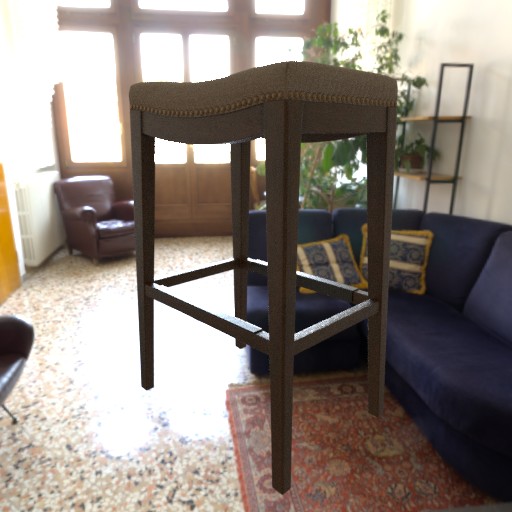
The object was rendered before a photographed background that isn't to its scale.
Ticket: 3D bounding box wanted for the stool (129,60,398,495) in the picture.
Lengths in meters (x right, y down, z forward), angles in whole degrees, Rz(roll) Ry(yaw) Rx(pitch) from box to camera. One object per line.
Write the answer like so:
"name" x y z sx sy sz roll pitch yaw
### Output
"stool" 0.000 0.000 1.014 0.356 0.762 0.508 -15 21 -42
